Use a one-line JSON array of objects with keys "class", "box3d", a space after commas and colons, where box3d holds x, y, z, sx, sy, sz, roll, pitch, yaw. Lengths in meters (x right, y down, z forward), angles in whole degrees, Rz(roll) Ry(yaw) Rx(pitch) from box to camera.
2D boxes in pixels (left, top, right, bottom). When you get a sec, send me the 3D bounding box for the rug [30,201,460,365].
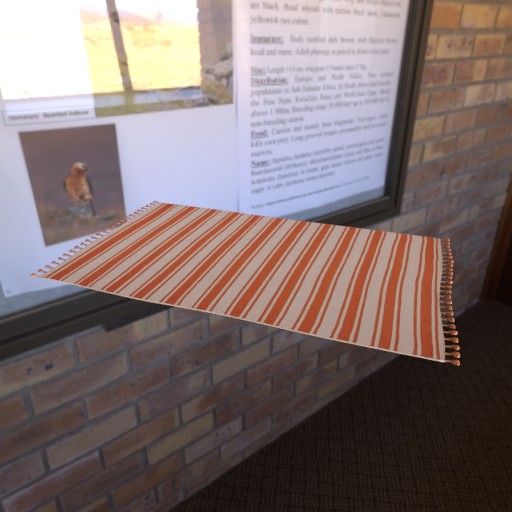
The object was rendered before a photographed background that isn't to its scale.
[{"class": "rug", "box3d": [0.000, 0.000, 2.502, 2.092, 0.017, 1.232, 9, 28, 18]}]
